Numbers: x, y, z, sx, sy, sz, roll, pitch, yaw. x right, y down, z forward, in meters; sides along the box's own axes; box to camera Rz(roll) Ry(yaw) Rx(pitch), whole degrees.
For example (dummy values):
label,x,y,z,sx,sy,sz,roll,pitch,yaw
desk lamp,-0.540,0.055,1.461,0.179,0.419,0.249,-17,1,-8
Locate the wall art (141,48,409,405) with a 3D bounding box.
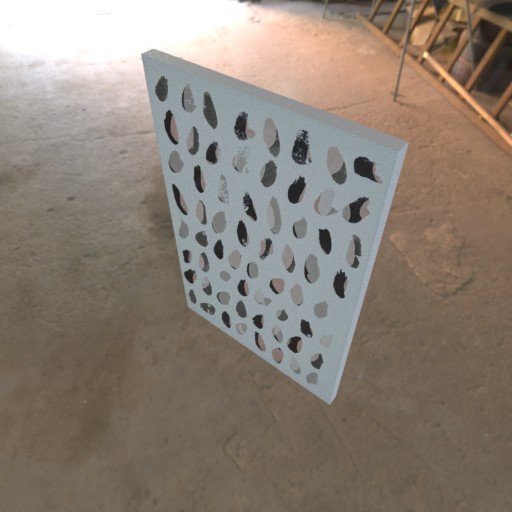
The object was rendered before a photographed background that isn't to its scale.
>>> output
label,x,y,z,sx,sy,sz,roll,pitch,yaw
wall art,0.000,0.000,1.179,0.610,0.916,0.037,30,54,25
